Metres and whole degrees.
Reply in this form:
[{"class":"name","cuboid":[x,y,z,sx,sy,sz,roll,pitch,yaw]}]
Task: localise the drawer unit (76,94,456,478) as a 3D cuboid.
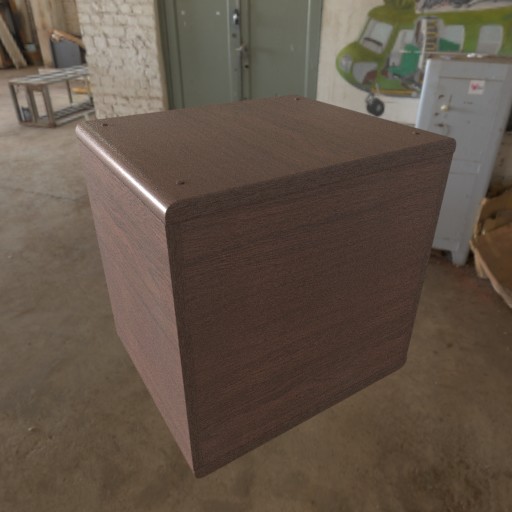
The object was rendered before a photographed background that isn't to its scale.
[{"class":"drawer unit","cuboid":[0.000,0.000,0.600,0.344,0.344,0.290,-18,35,-27]}]
